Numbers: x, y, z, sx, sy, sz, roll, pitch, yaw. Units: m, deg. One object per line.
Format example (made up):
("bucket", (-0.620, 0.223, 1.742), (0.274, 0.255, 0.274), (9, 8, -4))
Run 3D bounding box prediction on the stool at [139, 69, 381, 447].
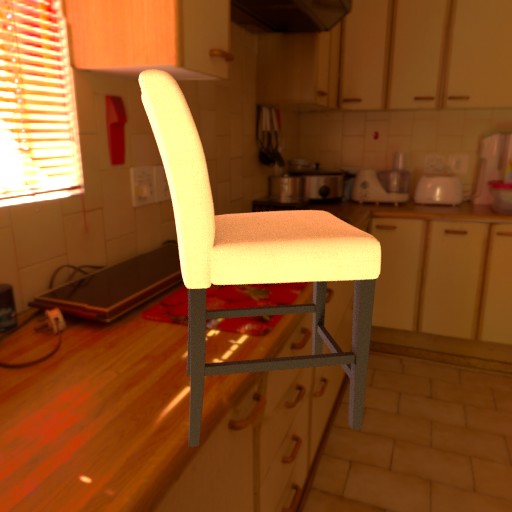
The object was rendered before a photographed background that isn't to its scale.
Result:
("stool", (0.000, 0.000, 1.329), (0.603, 0.972, 0.514), (-2, 15, -9))
